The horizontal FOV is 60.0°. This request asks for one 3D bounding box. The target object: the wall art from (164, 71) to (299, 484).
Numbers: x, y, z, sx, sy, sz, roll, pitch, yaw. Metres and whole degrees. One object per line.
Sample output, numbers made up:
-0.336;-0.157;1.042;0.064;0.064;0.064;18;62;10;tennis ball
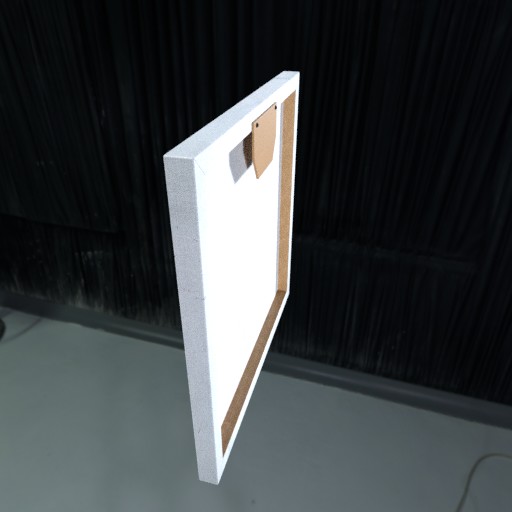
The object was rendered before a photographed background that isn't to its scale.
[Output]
0.000;0.000;0.891;0.044;0.605;0.605;8;32;13;wall art
